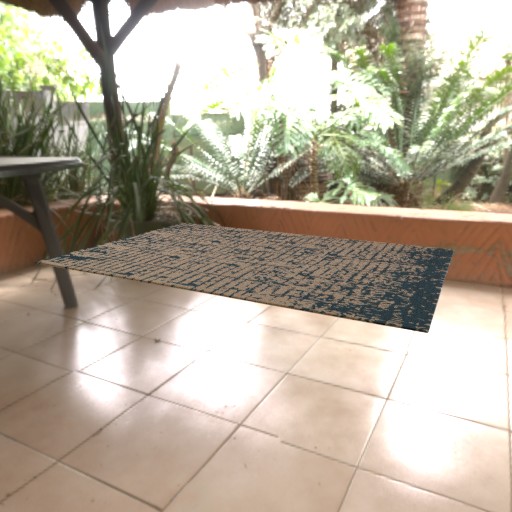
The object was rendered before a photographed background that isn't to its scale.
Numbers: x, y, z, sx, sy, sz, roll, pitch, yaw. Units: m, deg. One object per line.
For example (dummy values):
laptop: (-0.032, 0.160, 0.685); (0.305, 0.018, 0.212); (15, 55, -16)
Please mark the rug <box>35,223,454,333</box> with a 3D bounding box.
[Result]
rug: (0.000, 0.000, 2.312); (1.828, 0.007, 1.220); (7, 16, 26)
